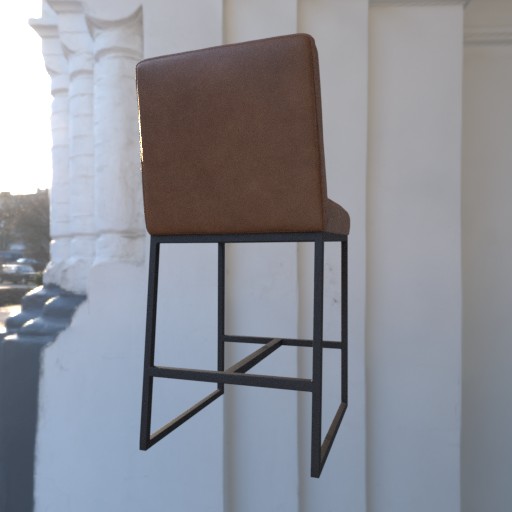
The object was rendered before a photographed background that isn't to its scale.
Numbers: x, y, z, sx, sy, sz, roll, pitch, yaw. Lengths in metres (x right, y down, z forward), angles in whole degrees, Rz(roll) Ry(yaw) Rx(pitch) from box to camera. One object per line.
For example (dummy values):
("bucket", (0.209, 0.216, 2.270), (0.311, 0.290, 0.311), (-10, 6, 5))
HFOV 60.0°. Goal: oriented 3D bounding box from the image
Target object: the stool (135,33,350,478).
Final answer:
("stool", (0.000, 0.000, 1.226), (0.458, 0.940, 0.556), (0, -1, 19))
